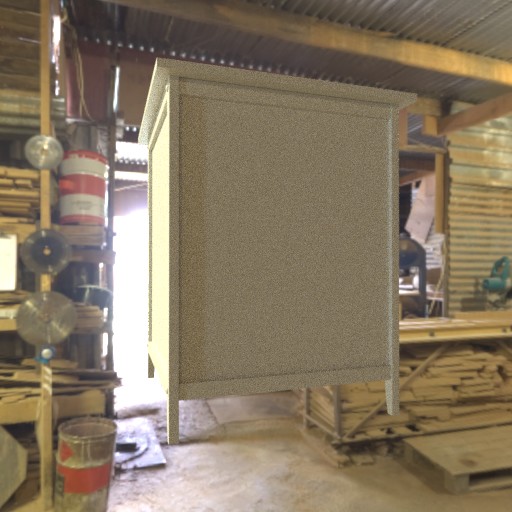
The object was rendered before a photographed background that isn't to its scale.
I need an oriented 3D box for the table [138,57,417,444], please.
[{"bbox_3d":[0.000,0.000,0.780,0.381,0.483,0.381,0,0,-18],"label":"table"}]
